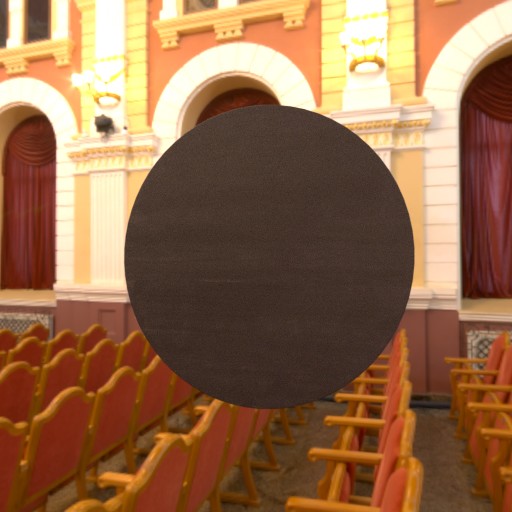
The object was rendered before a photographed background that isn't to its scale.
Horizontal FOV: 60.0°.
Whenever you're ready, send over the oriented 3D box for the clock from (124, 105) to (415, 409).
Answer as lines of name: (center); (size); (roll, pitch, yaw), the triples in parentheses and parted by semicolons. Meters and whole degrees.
clock: (0.000, 0.000, 0.884); (0.595, 0.595, 0.029); (0, -1, 18)
